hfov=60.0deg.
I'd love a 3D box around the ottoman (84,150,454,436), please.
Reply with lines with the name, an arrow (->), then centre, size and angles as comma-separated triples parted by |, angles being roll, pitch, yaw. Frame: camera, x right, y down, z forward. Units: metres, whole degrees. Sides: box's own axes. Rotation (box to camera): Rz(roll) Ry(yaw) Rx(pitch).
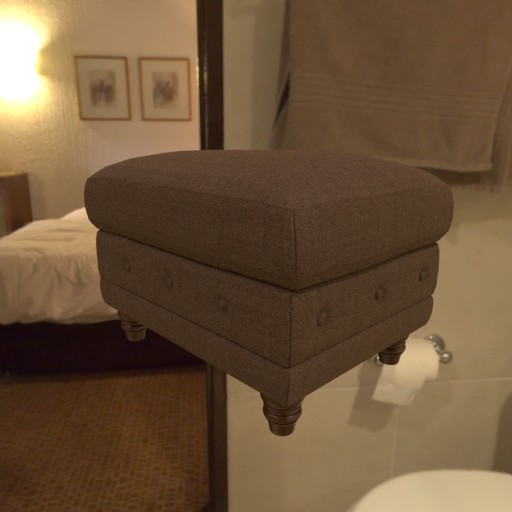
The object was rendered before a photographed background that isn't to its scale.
ottoman -> 0.000, 0.000, 1.195 | 0.599, 0.555, 0.809 | -14, 20, -42
